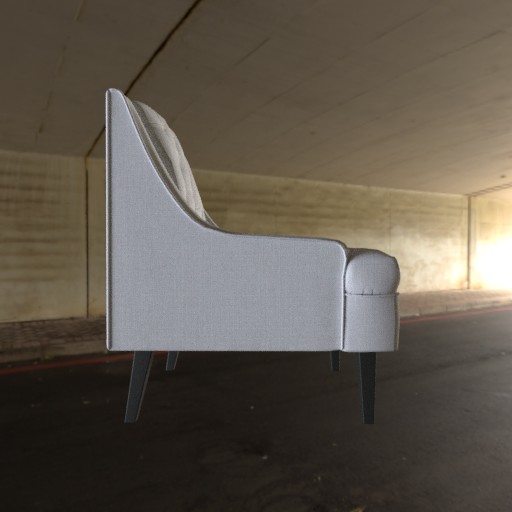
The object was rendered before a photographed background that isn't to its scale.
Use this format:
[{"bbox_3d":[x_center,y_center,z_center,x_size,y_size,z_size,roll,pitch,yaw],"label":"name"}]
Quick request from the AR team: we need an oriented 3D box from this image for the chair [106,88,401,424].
[{"bbox_3d":[0.000,0.000,1.454,0.772,0.891,0.658,0,1,1],"label":"chair"}]
